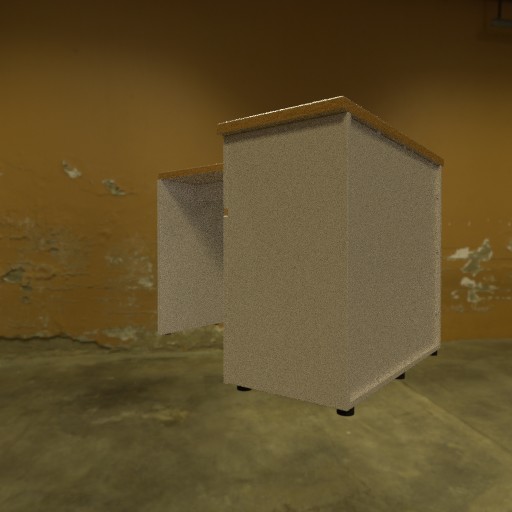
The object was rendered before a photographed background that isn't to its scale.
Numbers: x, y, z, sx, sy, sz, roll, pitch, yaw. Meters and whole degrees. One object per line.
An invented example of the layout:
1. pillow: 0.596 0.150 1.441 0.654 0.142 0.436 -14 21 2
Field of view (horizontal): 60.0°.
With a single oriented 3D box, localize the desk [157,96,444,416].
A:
1. desk: 0.000 0.000 1.735 1.170 0.760 0.900 1 1 37
